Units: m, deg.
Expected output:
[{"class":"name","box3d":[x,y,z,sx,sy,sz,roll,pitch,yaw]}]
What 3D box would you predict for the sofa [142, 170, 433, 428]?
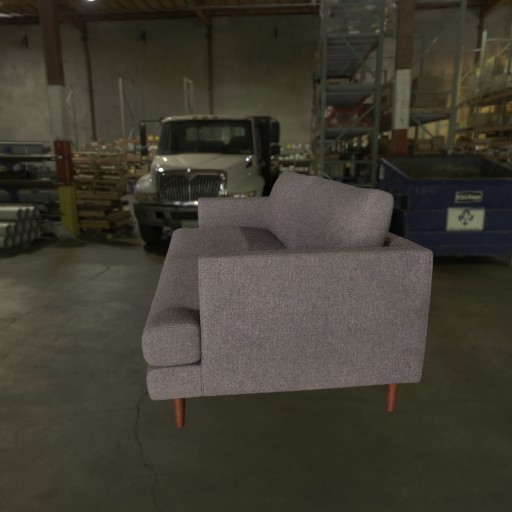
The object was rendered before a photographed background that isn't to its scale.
[{"class":"sofa","box3d":[0.000,0.000,2.459,1.020,0.868,1.948,-2,13,-7]}]
